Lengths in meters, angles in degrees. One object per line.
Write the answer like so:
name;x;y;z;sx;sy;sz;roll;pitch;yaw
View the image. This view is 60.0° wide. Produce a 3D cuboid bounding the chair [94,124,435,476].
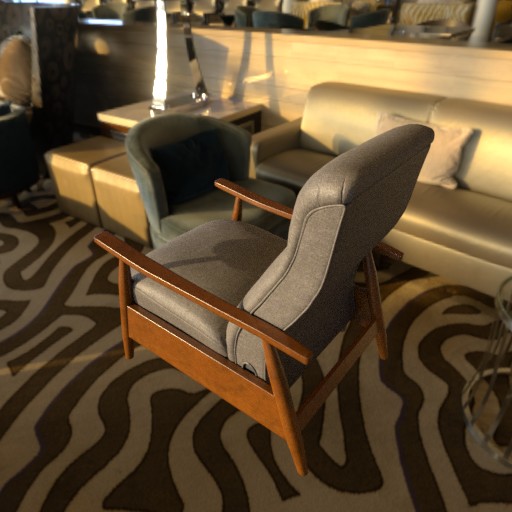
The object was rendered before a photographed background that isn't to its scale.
chair;0.000;0.000;1.754;1.014;1.081;0.762;22;38;31
